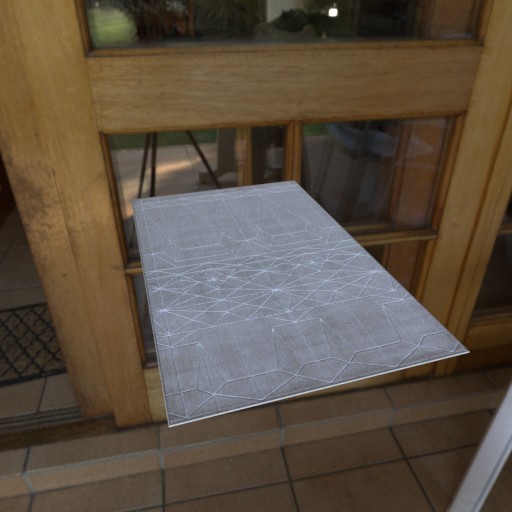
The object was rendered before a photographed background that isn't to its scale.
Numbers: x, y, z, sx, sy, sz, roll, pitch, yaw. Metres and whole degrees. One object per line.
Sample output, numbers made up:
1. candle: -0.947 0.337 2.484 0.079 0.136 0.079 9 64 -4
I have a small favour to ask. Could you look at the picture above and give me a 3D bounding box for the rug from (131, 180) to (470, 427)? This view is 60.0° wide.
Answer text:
1. rug: 0.000 0.000 3.061 1.524 0.012 2.438 -9 32 -15
